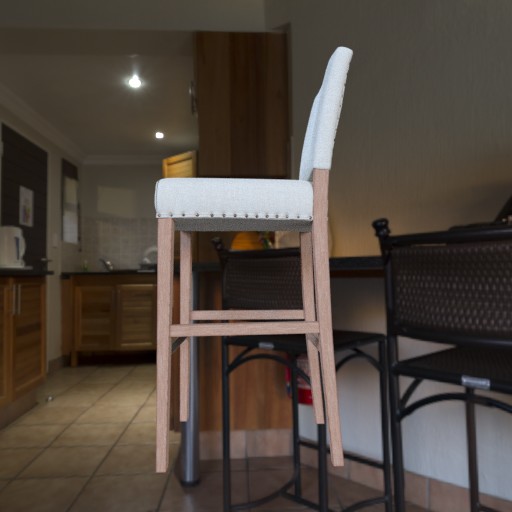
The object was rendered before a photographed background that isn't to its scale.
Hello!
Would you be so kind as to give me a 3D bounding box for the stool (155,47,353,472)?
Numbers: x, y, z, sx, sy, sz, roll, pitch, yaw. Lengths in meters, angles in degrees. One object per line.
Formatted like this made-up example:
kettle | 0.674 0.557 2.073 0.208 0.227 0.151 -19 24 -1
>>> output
stool | 0.000 0.000 1.383 0.546 1.143 0.428 0 -2 -1
